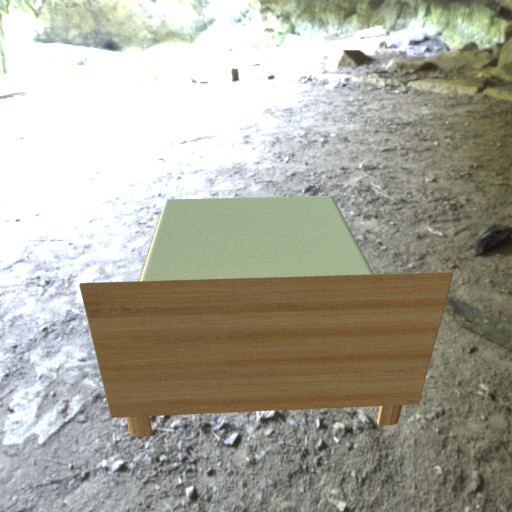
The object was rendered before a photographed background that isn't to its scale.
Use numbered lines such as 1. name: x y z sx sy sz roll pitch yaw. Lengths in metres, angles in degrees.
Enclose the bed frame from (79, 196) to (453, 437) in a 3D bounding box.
1. bed frame: 0.000 0.000 2.831 1.472 0.940 1.992 -2 30 -3
